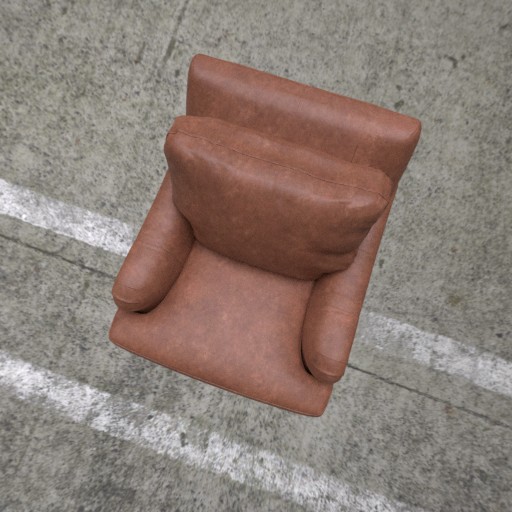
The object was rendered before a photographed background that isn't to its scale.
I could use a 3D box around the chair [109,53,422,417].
[{"bbox_3d":[0.000,0.000,1.950,0.986,1.055,1.158,19,76,5],"label":"chair"}]
